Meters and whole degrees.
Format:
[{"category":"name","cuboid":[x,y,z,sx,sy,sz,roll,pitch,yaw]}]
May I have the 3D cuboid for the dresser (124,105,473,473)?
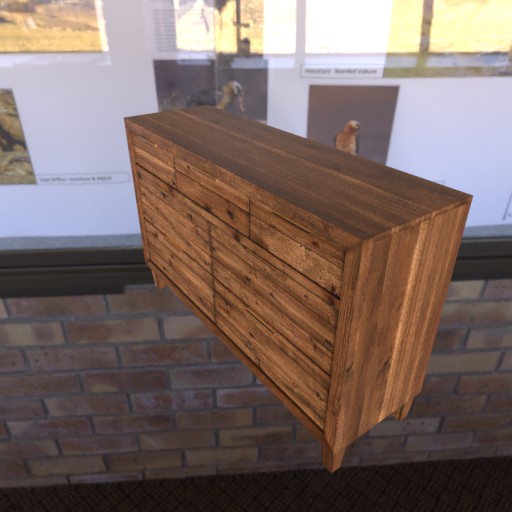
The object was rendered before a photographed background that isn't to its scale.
[{"category":"dresser","cuboid":[0.000,0.000,1.791,0.438,0.892,1.387,-20,36,-30]}]
